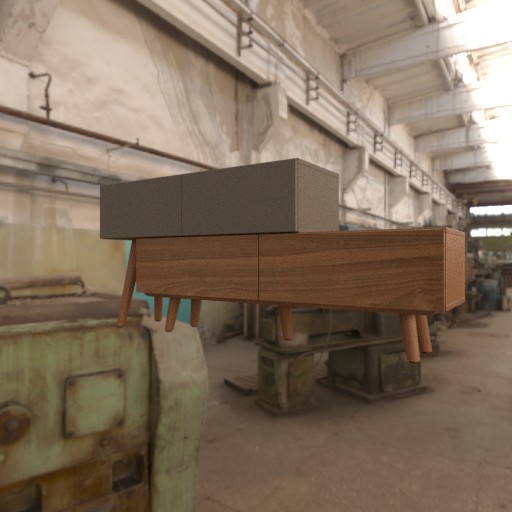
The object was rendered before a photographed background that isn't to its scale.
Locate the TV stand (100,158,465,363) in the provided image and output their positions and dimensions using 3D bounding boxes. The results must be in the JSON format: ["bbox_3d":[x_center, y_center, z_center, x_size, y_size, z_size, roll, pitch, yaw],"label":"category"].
[{"bbox_3d":[0.000,0.000,1.599,1.336,0.591,0.329,0,0,34],"label":"TV stand"}]
